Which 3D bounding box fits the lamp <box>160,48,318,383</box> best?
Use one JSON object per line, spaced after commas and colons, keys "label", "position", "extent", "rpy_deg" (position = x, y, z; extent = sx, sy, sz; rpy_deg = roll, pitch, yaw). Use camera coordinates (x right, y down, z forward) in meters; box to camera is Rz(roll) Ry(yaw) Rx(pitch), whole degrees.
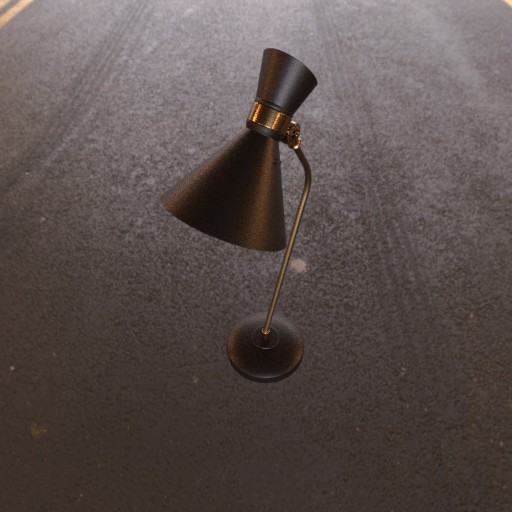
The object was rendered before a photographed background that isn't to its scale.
{"label": "lamp", "position": [0.000, 0.000, 0.754], "extent": [0.189, 0.647, 0.292], "rpy_deg": [31, 53, 27]}
